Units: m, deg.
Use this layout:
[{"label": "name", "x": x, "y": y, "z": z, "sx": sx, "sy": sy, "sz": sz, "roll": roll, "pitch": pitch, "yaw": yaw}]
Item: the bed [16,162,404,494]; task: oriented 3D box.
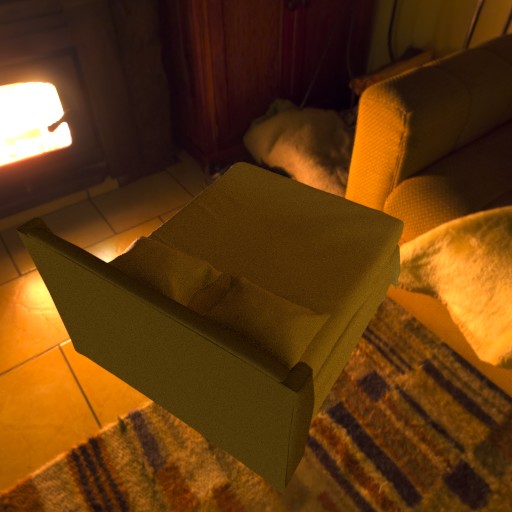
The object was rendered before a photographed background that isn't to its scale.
[{"label": "bed", "x": 0.000, "y": 0.000, "z": 3.337, "sx": 1.925, "sy": 1.332, "sz": 2.276, "roll": 25, "pitch": 50, "yaw": 23}]
